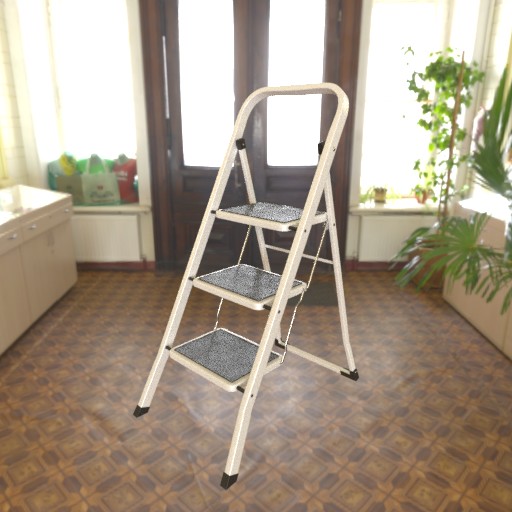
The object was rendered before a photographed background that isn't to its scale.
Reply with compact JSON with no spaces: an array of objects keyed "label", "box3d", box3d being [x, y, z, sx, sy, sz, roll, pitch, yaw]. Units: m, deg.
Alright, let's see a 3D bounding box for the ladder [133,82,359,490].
[{"label":"ladder","box3d":[0.000,0.000,1.422,0.460,1.050,0.711,16,23,41]}]
